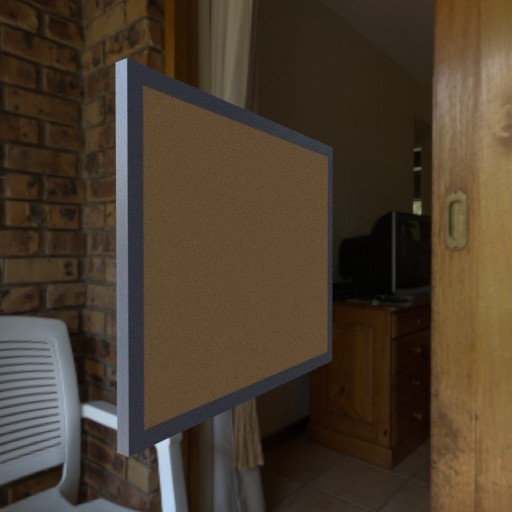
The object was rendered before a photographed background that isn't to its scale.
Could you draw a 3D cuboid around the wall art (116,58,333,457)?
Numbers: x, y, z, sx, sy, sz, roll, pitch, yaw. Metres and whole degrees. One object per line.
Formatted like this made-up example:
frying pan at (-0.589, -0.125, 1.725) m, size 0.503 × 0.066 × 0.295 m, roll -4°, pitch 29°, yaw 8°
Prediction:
wall art at (0.000, 0.000, 0.896) m, size 0.026 × 0.558 × 0.660 m, roll 1°, pitch 1°, yaw 35°
